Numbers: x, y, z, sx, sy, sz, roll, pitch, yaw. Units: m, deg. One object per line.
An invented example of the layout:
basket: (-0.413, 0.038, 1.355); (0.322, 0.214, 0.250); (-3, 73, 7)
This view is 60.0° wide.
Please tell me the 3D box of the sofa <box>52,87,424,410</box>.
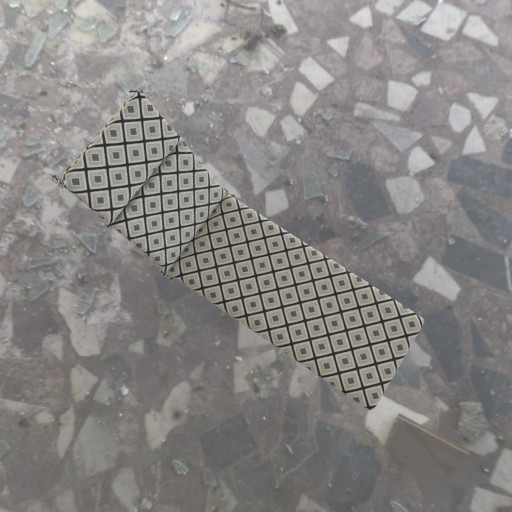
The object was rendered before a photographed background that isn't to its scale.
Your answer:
sofa: (0.000, 0.000, 1.997); (1.663, 0.622, 0.582); (33, 77, 9)
